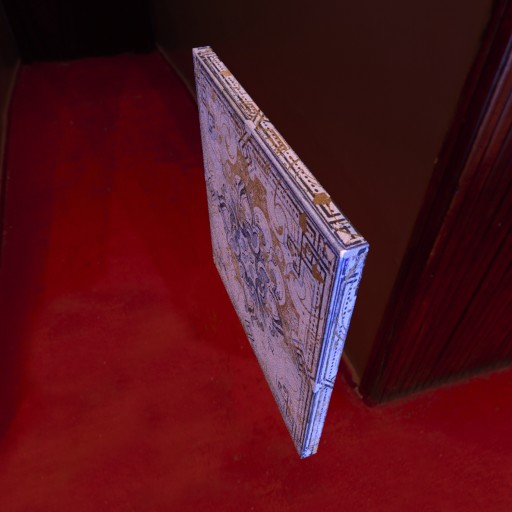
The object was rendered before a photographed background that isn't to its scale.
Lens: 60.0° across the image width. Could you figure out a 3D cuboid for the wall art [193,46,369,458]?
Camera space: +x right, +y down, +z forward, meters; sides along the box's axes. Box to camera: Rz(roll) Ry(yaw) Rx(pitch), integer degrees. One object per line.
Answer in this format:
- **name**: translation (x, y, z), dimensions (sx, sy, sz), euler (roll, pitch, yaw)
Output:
- **wall art**: translation (0.000, 0.000, 0.900), dimensions (0.036, 0.607, 0.609), euler (-15, 48, -15)
